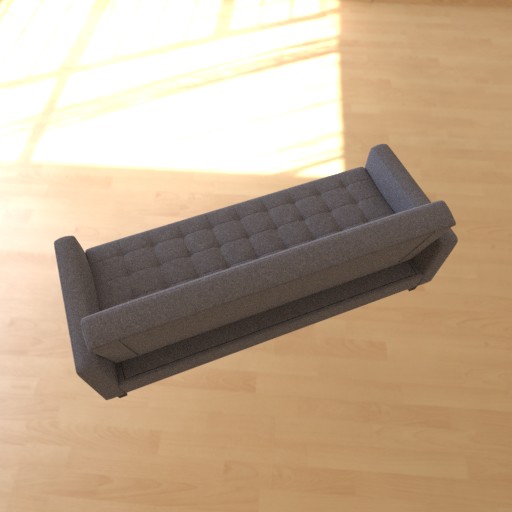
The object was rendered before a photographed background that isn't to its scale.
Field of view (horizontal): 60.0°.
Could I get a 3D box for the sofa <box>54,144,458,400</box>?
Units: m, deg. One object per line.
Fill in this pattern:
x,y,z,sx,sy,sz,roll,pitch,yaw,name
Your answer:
0.000,0.000,2.499,2.040,0.850,0.810,-18,60,-11,sofa
